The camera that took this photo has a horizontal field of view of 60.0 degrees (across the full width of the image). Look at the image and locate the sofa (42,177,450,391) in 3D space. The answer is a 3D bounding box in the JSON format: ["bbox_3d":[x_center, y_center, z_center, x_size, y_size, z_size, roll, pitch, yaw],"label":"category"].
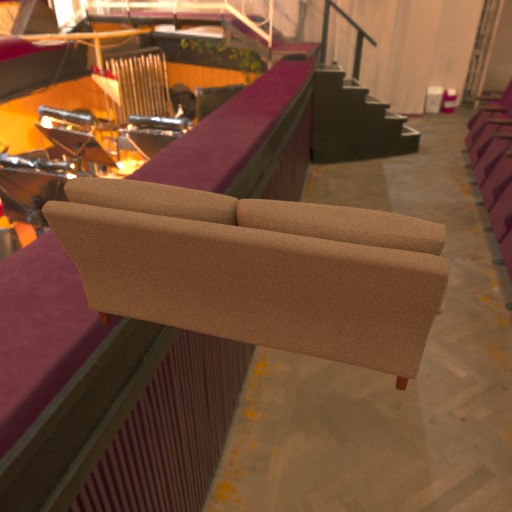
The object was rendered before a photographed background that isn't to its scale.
[{"bbox_3d":[0.000,0.000,2.680,2.070,0.997,1.091,9,32,15],"label":"sofa"}]
